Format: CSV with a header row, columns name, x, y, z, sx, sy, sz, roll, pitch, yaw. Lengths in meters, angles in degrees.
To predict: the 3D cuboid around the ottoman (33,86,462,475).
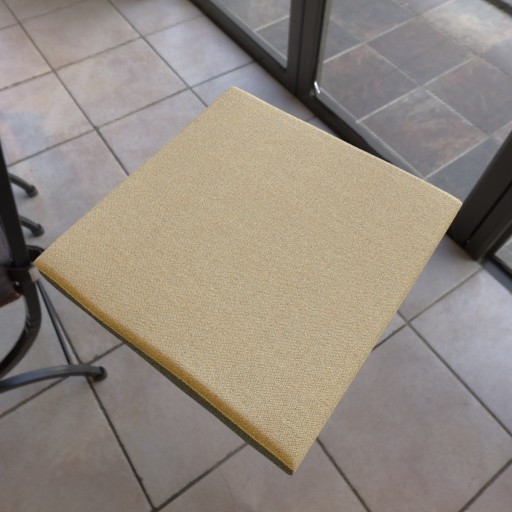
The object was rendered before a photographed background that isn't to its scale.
name,x,y,z,sx,sy,sz,roll,pitch,yaw
ottoman,0.000,0.000,1.529,0.968,0.379,1.004,33,65,17
